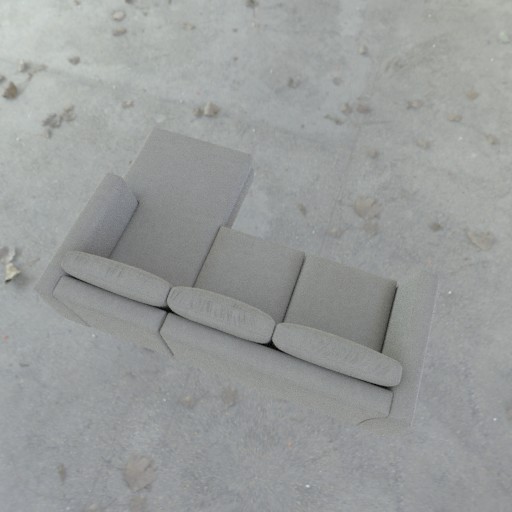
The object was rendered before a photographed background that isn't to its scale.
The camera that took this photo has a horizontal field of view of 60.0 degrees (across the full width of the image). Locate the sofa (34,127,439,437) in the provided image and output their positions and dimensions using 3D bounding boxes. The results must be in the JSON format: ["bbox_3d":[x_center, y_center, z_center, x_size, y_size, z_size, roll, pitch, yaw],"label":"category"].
[{"bbox_3d":[0.000,0.000,2.985,2.300,0.860,1.580,18,65,9],"label":"sofa"}]
